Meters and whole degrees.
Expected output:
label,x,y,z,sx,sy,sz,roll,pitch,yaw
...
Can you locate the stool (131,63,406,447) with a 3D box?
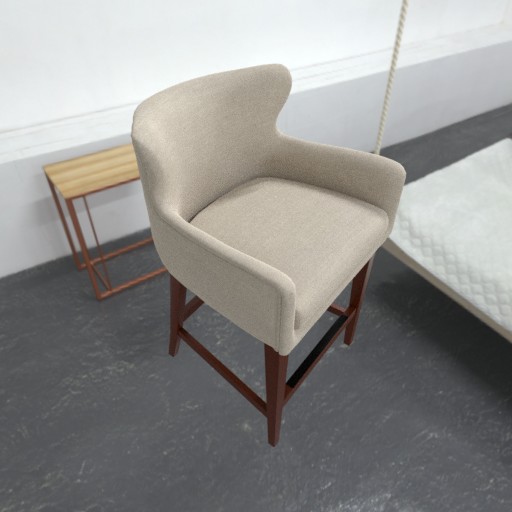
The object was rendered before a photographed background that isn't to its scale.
label,x,y,z,sx,sy,sz,roll,pitch,yaw
stool,0.000,0.000,1.405,0.637,0.987,0.615,27,48,27
